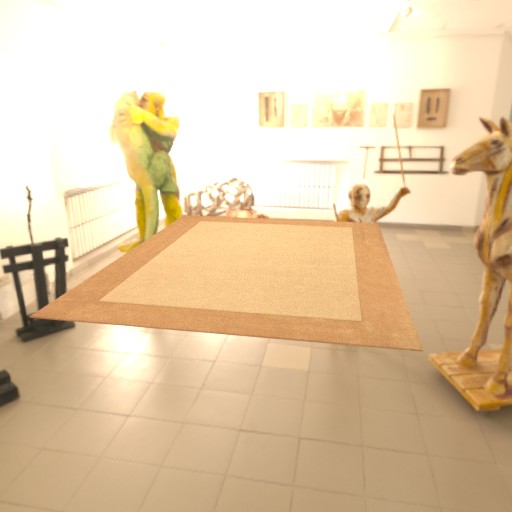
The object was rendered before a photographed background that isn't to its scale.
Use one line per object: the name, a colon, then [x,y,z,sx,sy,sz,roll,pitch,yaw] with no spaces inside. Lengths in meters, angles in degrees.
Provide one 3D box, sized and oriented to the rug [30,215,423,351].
rug: [0.000,0.000,4.098,2.438,0.014,3.048,3,18,10]
